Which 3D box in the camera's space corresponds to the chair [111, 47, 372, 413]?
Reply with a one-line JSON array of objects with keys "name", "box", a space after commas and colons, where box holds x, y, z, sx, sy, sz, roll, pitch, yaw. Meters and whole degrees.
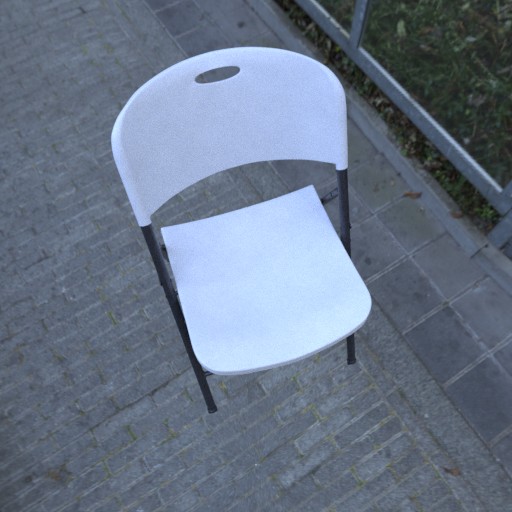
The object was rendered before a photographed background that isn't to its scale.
[{"name": "chair", "box": [0.000, 0.000, 1.134, 0.494, 0.810, 0.566, -17, 66, -8]}]
